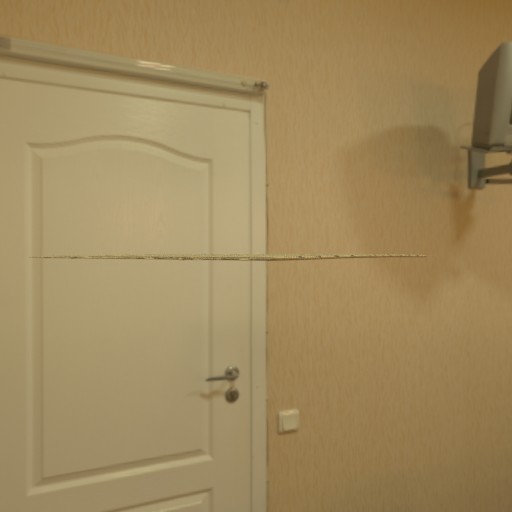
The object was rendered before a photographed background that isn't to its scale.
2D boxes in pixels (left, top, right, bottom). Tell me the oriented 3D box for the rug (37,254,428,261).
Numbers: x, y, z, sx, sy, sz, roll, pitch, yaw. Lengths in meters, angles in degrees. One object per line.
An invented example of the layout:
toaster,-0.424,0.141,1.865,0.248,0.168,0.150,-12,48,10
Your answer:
rug,0.000,0.000,4.250,2.388,0.030,3.213,0,0,37
